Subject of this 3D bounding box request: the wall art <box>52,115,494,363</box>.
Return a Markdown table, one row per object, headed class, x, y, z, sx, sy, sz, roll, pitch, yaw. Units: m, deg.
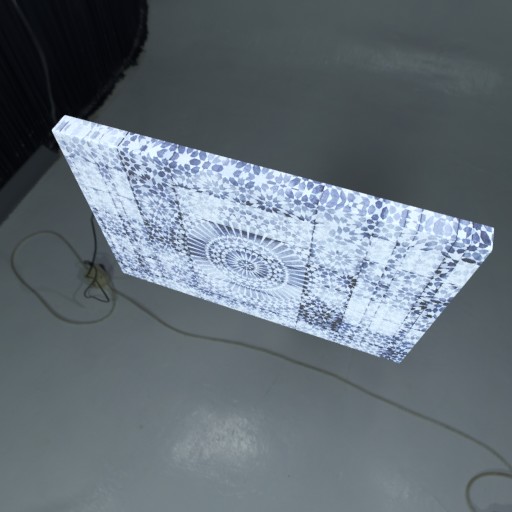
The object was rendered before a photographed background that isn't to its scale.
| class | x | y | z | sx | sy | sz | roll | pitch | yaw |
| --- | --- | --- | --- | --- | --- | --- | --- | --- | --- |
| wall art | 0.000 | 0.000 | 1.137 | 0.911 | 0.608 | 0.057 | 17 | 59 | 10 |
